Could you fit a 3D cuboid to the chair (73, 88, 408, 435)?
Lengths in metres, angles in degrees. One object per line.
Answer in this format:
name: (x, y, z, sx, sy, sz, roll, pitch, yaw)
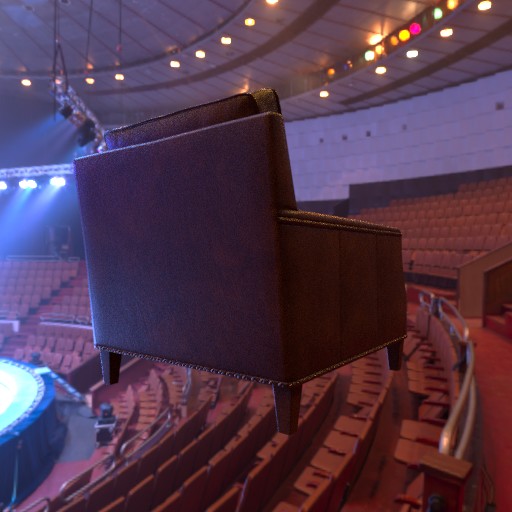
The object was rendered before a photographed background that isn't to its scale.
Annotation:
chair: (0.000, 0.000, 1.692, 0.853, 0.929, 1.014, 0, 0, 37)
